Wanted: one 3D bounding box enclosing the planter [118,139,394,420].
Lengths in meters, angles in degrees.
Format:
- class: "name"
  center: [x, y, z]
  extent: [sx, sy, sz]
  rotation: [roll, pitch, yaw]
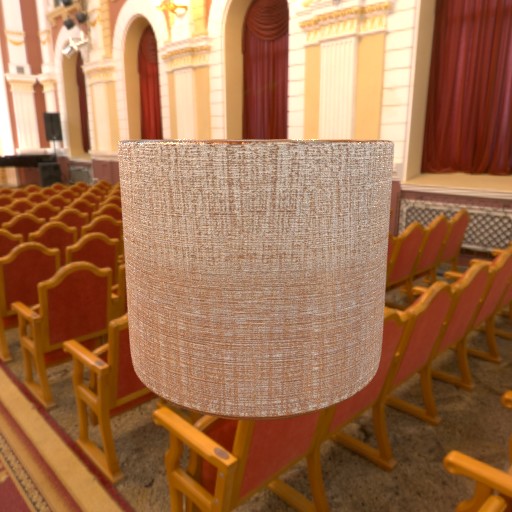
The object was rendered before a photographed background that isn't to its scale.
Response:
- class: "planter"
  center: [0.000, 0.000, 0.310]
  extent: [0.177, 0.157, 0.177]
  rotation: [0, 14, 0]
